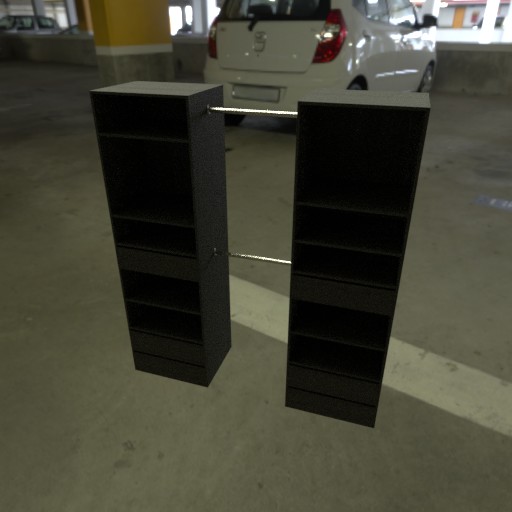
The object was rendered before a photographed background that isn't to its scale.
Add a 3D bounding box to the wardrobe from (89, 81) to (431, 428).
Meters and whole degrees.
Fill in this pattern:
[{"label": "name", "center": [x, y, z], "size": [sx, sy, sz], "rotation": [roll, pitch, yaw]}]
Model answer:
[{"label": "wardrobe", "center": [0.000, 0.000, 2.856], "size": [1.770, 2.000, 0.480], "rotation": [9, 29, 16]}]
